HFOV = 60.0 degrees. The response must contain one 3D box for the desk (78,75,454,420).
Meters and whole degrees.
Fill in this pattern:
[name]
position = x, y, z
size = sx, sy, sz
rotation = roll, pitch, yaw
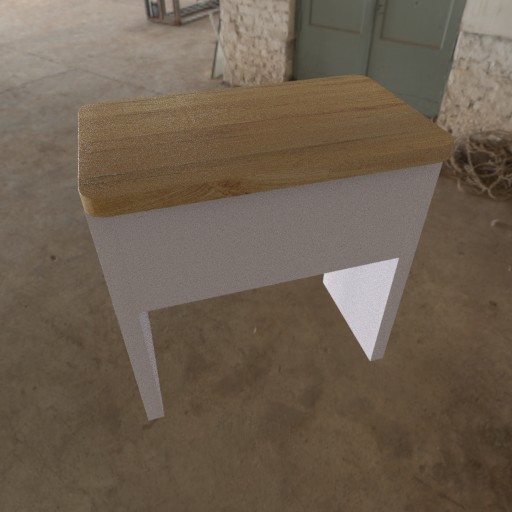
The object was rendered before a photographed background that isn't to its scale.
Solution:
[desk]
position = 0.000, 0.000, 1.249
size = 0.760, 0.790, 0.440
rotation = -11, 42, -13
